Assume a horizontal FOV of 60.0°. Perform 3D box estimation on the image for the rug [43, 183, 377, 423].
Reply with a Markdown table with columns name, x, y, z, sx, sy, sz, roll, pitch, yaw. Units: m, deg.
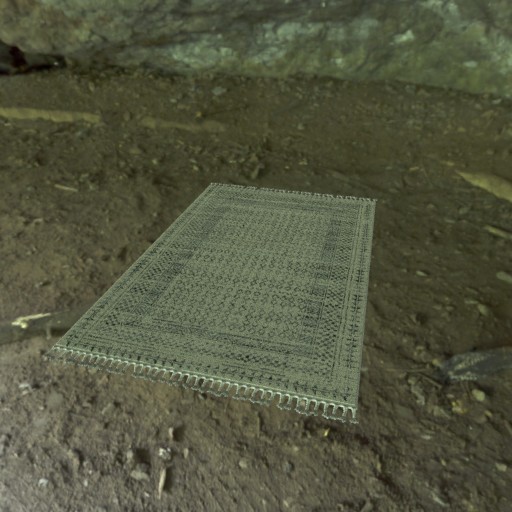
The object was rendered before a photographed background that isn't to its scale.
| name | x | y | z | sx | sy | sz | roll | pitch | yaw |
| --- | --- | --- | --- | --- | --- | --- | --- | --- | --- |
| rug | 0.000 | 0.000 | 3.048 | 1.548 | 0.013 | 2.486 | 8 | 31 | 13 |
